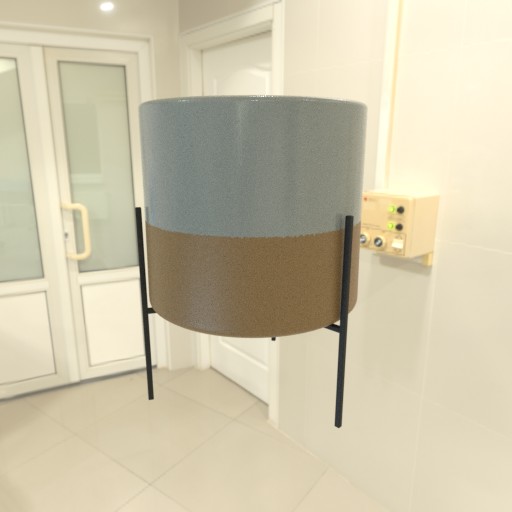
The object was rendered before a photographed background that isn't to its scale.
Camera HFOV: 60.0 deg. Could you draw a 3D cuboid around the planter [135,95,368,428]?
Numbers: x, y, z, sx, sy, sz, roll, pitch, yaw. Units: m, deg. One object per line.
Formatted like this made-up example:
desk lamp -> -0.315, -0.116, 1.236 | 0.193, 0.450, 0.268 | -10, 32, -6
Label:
planter -> 0.000, 0.000, 0.741 | 0.360, 0.480, 0.348 | 14, 20, 42
